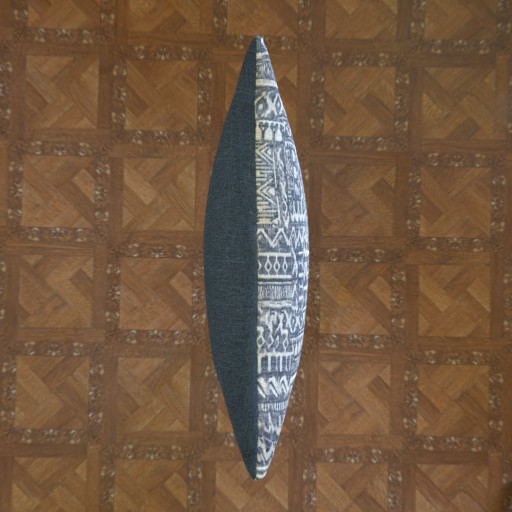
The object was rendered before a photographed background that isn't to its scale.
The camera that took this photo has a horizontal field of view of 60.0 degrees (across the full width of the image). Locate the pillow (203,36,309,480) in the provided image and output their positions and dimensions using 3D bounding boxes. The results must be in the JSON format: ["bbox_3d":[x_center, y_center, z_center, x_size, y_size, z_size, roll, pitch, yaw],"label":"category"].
[{"bbox_3d":[0.000,0.000,0.768,0.180,0.487,0.546,0,89,0],"label":"pillow"}]
